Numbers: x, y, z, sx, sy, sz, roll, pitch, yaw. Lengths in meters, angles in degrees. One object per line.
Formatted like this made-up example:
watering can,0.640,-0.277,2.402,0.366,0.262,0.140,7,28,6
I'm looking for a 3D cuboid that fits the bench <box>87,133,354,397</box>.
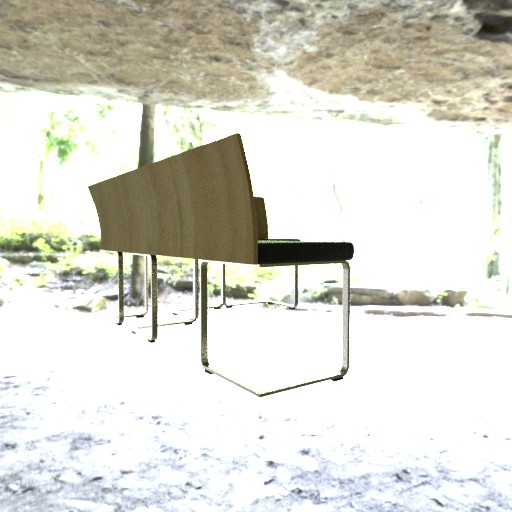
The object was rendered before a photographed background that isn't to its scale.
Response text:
bench,0.000,0.000,2.708,1.495,0.930,1.945,-2,3,-35
